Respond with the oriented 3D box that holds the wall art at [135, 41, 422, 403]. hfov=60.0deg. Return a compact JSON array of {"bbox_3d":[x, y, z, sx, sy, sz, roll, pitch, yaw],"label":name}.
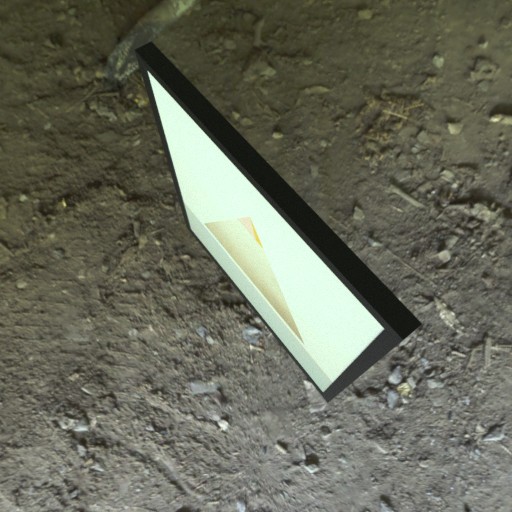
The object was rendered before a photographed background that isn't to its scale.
[{"bbox_3d":[0.000,0.000,0.760,0.028,0.511,0.513,-35,70,-15],"label":"wall art"}]
